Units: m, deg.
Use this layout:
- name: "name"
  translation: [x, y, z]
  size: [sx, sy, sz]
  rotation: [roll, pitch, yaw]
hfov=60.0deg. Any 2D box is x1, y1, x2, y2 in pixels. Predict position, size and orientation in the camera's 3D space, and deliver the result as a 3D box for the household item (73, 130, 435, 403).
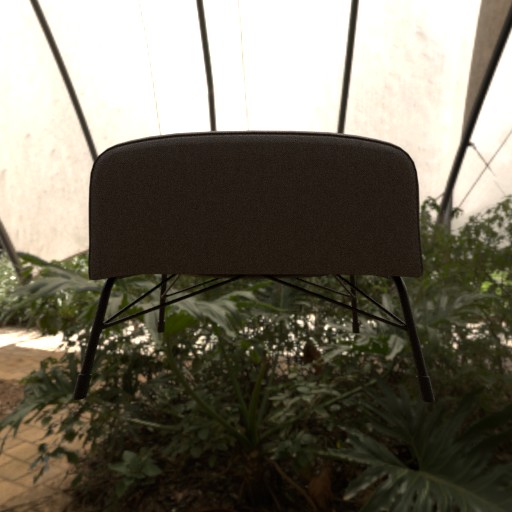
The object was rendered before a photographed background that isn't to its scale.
- name: "household item"
  translation: [0.000, 0.000, 0.901]
  size: [0.530, 0.410, 0.530]
  rotation: [0, 1, 1]
